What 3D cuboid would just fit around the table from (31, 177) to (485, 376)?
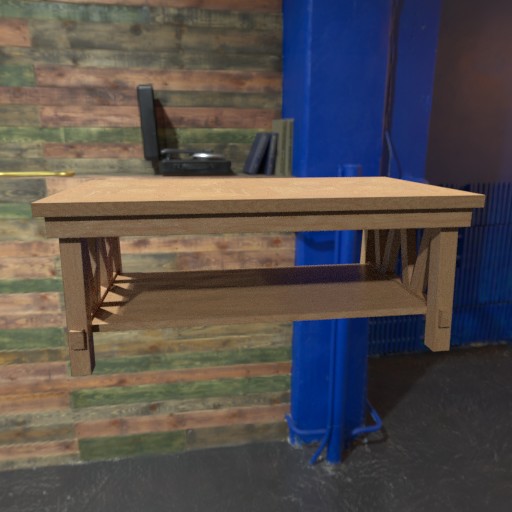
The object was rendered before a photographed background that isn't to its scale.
[{"bbox_3d":[0.000,0.000,1.628,1.270,0.507,0.711,-2,15,-8],"label":"table"}]
